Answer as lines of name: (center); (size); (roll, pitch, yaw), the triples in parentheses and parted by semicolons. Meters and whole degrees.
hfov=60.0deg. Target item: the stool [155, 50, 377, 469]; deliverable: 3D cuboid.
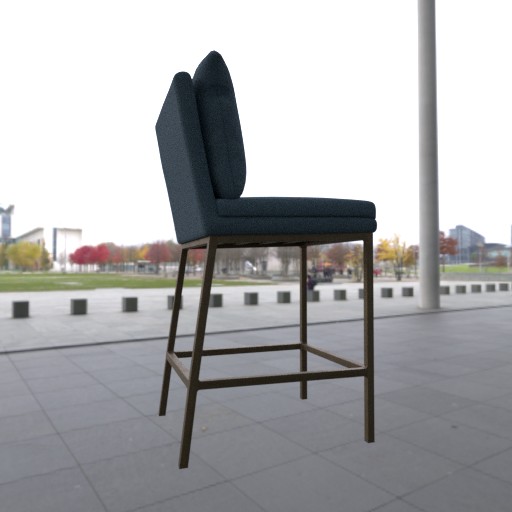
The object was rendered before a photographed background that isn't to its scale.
stool: (0.000, 0.000, 1.355); (0.568, 1.032, 0.463); (1, -2, -19)
